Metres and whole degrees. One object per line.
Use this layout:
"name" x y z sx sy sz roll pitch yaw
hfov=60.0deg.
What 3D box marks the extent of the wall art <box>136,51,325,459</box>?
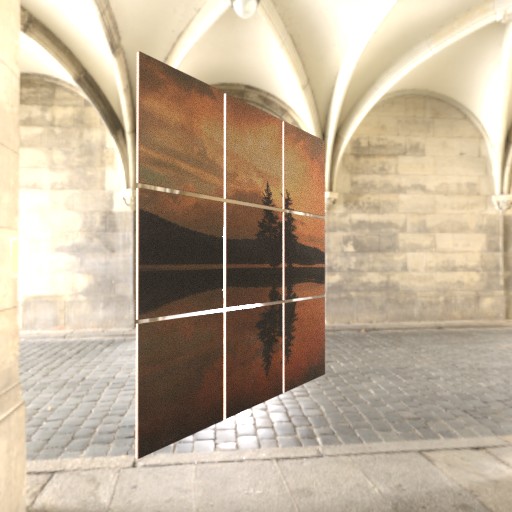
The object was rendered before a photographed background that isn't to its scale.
"wall art" 0.000 0.000 1.821 0.013 1.218 1.216 0 -1 36
